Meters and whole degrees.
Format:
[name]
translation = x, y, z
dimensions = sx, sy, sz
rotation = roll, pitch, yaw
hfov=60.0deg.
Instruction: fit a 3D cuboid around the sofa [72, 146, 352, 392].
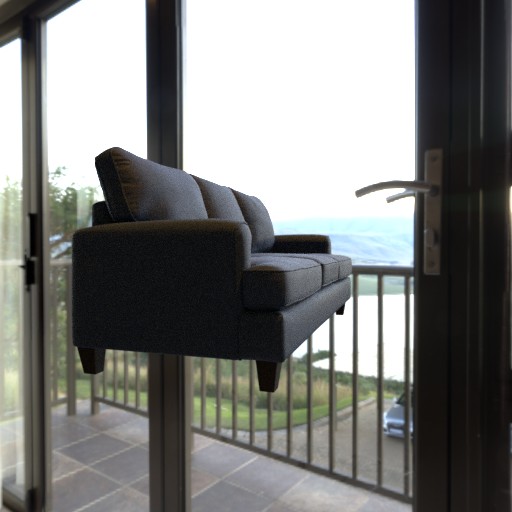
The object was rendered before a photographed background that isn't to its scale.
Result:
[sofa]
translation = 0.000, 0.000, 2.703
dimensions = 0.951, 0.965, 2.158
rotation = 0, 1, 18
